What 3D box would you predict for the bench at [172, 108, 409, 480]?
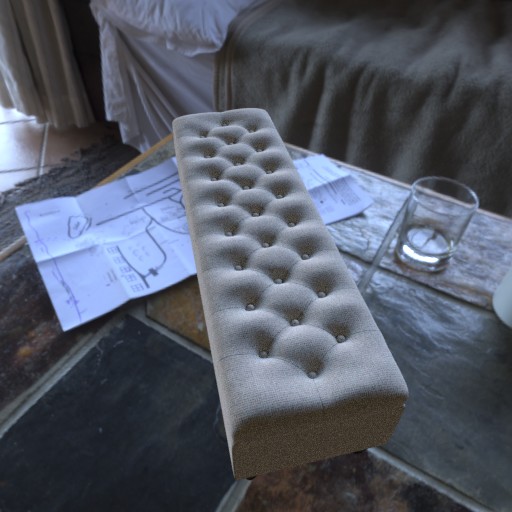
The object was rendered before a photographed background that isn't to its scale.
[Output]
[{"bbox_3d":[0.000,0.000,1.670,0.455,0.467,1.480,-9,46,-9],"label":"bench"}]
